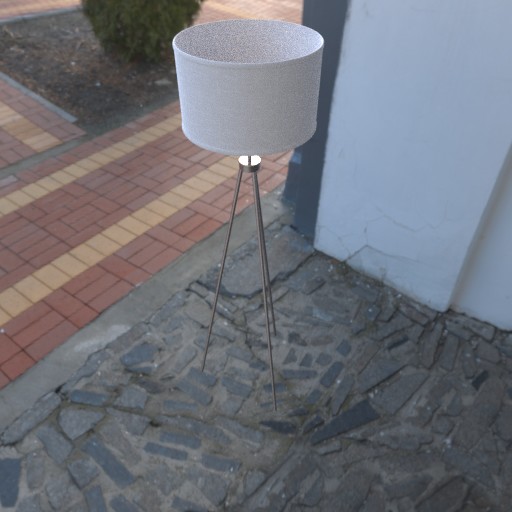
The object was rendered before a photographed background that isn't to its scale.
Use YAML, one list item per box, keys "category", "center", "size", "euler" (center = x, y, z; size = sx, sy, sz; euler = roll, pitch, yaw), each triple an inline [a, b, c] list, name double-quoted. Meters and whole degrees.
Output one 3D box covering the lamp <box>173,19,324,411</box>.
- category: "lamp"
  center: [0.000, 0.000, 1.700]
  size: [0.448, 1.545, 0.458]
  euler: [-25, 47, -25]
